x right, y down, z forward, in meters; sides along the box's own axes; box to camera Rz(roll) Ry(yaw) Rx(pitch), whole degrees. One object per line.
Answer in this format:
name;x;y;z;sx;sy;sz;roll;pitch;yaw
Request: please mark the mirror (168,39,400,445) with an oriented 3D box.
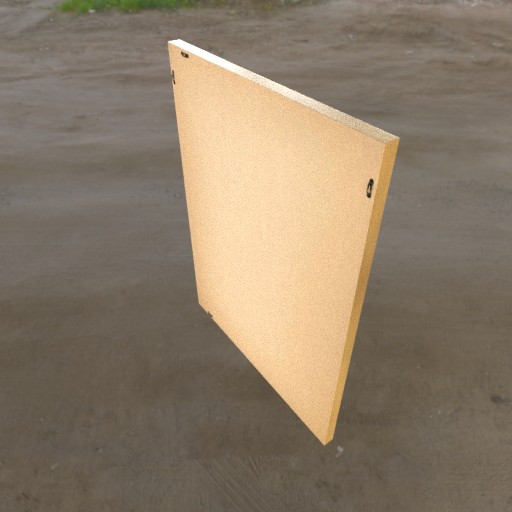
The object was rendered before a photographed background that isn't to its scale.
mirror;0.000;0.000;1.299;0.041;1.016;0.762;-25;46;-27
